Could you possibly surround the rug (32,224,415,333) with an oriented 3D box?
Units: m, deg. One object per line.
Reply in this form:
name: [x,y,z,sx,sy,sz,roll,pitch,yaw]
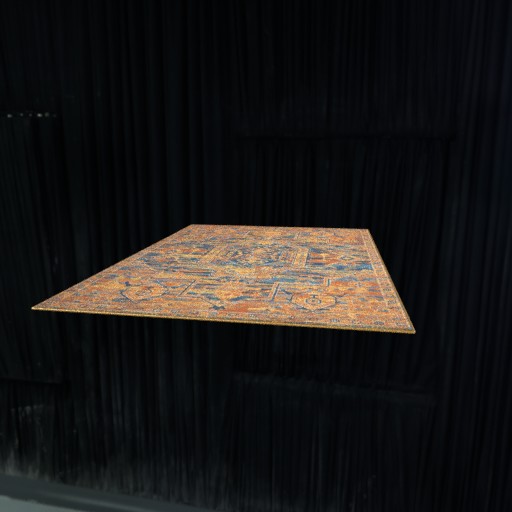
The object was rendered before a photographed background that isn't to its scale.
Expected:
rug: [0.000,0.000,3.689,2.043,0.019,2.916,2,13,9]
